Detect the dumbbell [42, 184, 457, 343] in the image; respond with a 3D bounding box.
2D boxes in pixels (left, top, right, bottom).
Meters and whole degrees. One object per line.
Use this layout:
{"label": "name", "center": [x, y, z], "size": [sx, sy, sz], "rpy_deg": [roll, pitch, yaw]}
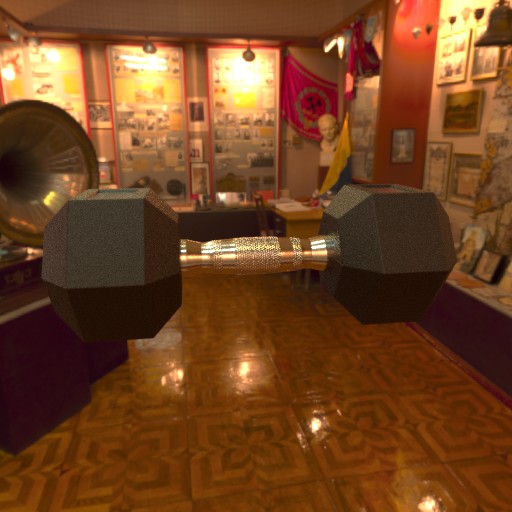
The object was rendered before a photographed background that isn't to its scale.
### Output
{"label": "dumbbell", "center": [0.000, 0.000, 0.418], "size": [0.356, 0.123, 0.141], "rpy_deg": [-2, 16, -8]}
